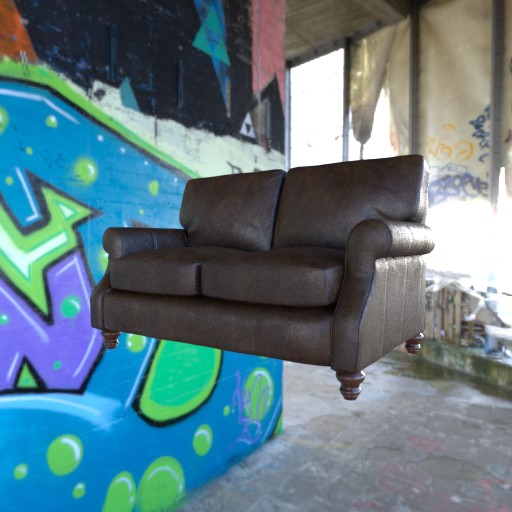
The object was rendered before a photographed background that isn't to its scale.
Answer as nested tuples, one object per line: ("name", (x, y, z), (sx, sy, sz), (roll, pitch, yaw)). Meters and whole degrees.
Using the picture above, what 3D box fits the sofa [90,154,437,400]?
("sofa", (0.000, 0.000, 2.258), (1.616, 0.976, 0.990), (1, 2, 34))
